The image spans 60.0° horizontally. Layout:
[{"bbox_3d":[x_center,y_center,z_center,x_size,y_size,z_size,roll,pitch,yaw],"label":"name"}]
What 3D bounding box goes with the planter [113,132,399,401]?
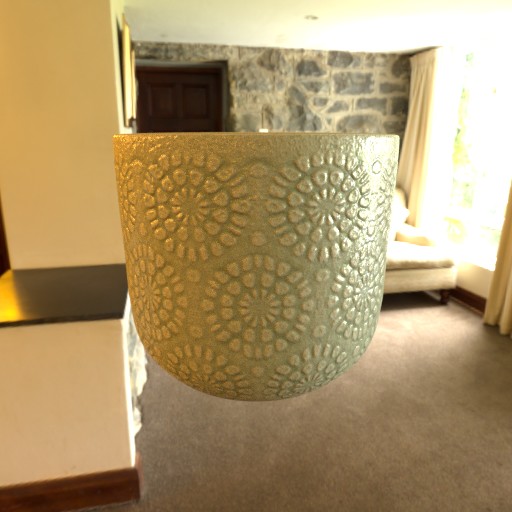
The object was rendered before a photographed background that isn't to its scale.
[{"bbox_3d":[0.000,0.000,0.292,0.169,0.153,0.169,0,14,0],"label":"planter"}]
